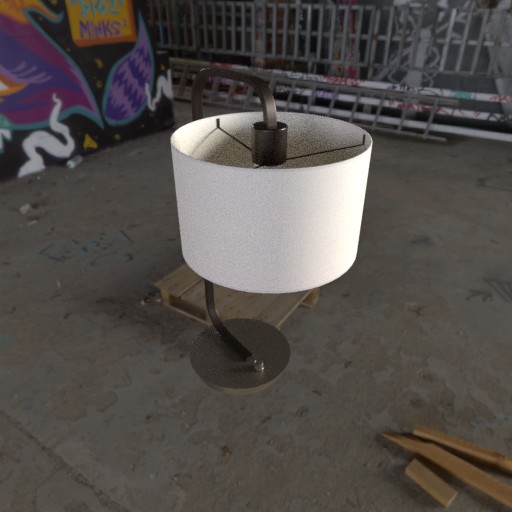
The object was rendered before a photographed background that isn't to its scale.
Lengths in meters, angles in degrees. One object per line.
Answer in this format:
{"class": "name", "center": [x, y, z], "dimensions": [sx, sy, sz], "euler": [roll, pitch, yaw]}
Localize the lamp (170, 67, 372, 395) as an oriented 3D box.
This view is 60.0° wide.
{"class": "lamp", "center": [0.000, 0.000, 0.626], "dimensions": [0.230, 0.473, 0.288], "euler": [-21, 37, -31]}
